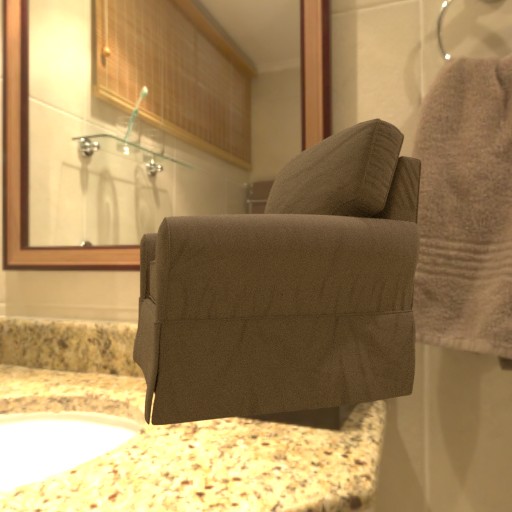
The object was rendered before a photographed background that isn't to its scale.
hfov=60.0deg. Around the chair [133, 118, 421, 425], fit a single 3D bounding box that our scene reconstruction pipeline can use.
[{"bbox_3d":[0.000,0.000,1.913,0.988,1.017,1.135,0,0,-18],"label":"chair"}]
